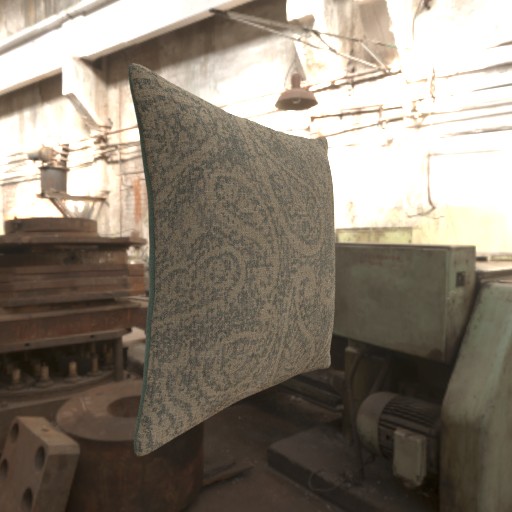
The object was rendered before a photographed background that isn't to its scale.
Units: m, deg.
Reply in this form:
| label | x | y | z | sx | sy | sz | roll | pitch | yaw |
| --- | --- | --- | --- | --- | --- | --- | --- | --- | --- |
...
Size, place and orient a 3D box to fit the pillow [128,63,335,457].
| label | x | y | z | sx | sy | sz | roll | pitch | yaw |
| --- | --- | --- | --- | --- | --- | --- | --- | --- | --- |
| pillow | 0.000 | 0.000 | 0.774 | 0.166 | 0.507 | 0.526 | 1 | 2 | 37 |
